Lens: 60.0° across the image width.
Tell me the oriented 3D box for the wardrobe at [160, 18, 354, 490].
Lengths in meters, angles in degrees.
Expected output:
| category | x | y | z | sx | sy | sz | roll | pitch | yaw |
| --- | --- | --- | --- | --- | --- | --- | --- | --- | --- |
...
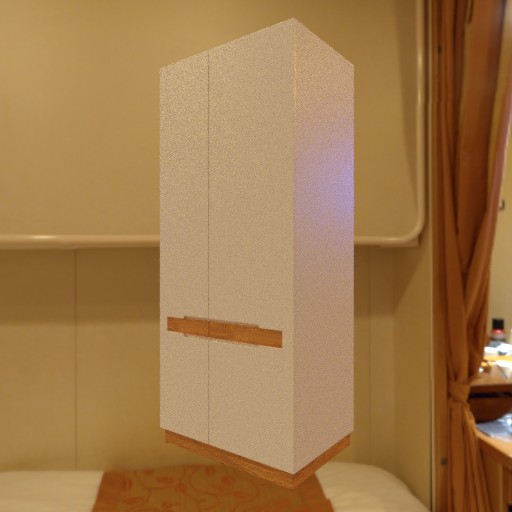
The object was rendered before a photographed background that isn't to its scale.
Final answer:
| category | x | y | z | sx | sy | sz | roll | pitch | yaw |
| --- | --- | --- | --- | --- | --- | --- | --- | --- | --- |
| wardrobe | 0.000 | 0.000 | 2.396 | 0.860 | 2.040 | 0.600 | 0 | 0 | 37 |
